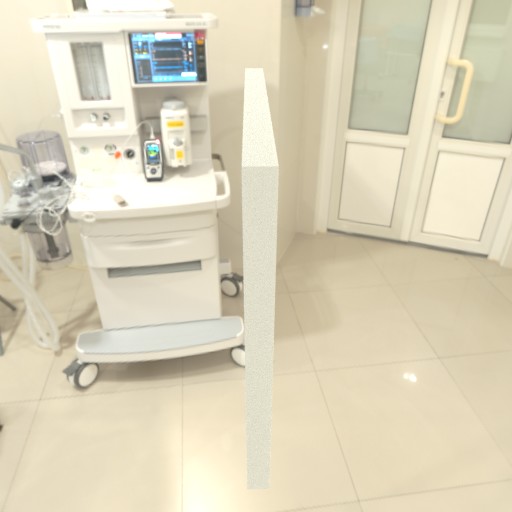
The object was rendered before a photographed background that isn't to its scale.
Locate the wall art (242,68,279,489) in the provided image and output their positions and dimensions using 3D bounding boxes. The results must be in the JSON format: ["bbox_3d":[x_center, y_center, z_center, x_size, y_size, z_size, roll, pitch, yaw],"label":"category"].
[{"bbox_3d":[0.000,0.000,0.451,0.020,0.307,0.307,0,32,-1],"label":"wall art"}]
